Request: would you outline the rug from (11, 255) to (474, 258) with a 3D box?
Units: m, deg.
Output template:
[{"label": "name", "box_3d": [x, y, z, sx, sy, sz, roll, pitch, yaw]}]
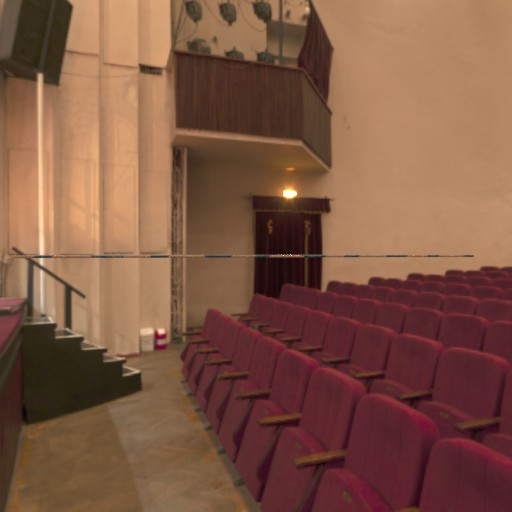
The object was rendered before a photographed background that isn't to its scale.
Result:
[{"label": "rug", "box_3d": [0.000, 0.000, 1.612, 1.492, 0.007, 0.503, 0, 0, -17]}]
